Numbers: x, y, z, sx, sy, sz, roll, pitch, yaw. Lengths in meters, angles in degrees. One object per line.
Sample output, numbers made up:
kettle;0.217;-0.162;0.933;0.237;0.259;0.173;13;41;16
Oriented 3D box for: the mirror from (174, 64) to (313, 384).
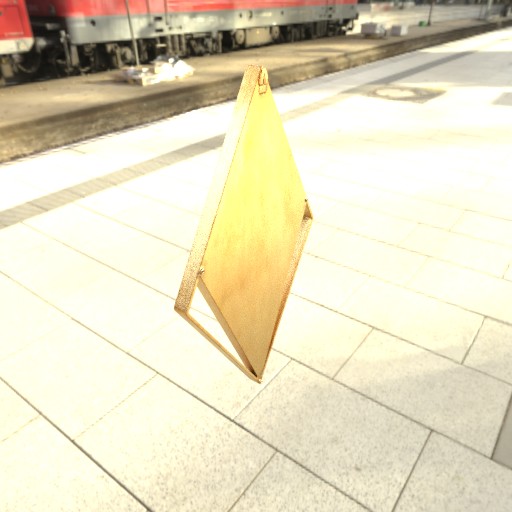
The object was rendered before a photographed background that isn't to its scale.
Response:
mirror;0.000;0.000;0.851;0.032;0.679;0.419;20;36;29
